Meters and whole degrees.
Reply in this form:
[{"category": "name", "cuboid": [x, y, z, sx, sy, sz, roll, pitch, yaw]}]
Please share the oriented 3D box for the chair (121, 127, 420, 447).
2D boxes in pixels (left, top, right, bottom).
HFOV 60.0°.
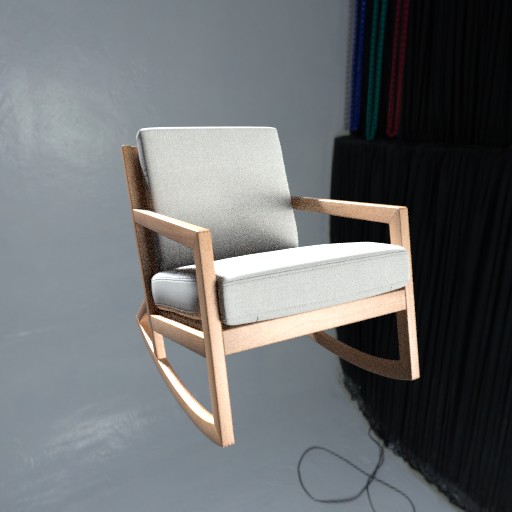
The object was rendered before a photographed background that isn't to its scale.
[{"category": "chair", "cuboid": [0.000, 0.000, 1.423, 0.622, 0.790, 0.857, -9, 19, -26]}]
